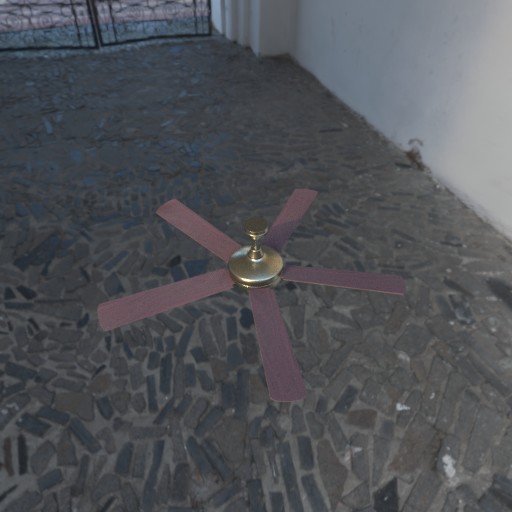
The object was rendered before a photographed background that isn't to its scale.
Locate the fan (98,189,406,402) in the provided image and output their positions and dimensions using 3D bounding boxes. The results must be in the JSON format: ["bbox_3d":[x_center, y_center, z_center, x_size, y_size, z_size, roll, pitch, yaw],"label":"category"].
[{"bbox_3d":[0.000,0.000,1.971,1.321,0.356,1.321,0,43,0],"label":"fan"}]
